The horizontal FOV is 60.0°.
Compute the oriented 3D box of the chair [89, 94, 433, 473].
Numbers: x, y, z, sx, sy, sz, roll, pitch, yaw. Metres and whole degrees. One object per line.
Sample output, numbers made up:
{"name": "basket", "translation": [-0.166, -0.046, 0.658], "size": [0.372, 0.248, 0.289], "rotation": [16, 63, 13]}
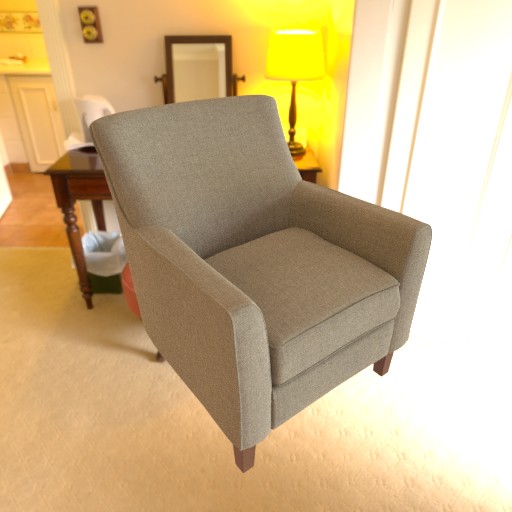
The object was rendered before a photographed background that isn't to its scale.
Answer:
{"name": "chair", "translation": [0.000, 0.000, 1.761], "size": [0.887, 1.047, 0.993], "rotation": [-21, 36, -32]}
